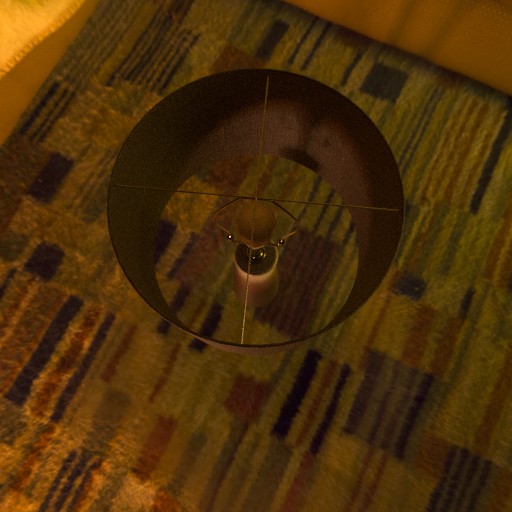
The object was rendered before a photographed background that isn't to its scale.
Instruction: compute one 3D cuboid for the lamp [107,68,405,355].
[{"bbox_3d":[0.000,0.000,0.686,0.303,0.488,0.303,0,76,0],"label":"lamp"}]
